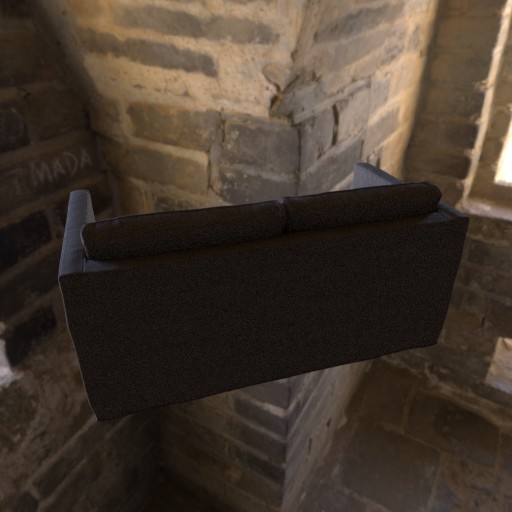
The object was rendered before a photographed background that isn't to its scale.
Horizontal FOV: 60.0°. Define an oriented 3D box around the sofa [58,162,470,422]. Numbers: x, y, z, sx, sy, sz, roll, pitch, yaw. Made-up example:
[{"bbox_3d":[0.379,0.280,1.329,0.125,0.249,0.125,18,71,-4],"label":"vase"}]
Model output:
[{"bbox_3d":[0.000,0.000,2.326,1.802,0.854,0.974,-9,29,-15],"label":"sofa"}]
